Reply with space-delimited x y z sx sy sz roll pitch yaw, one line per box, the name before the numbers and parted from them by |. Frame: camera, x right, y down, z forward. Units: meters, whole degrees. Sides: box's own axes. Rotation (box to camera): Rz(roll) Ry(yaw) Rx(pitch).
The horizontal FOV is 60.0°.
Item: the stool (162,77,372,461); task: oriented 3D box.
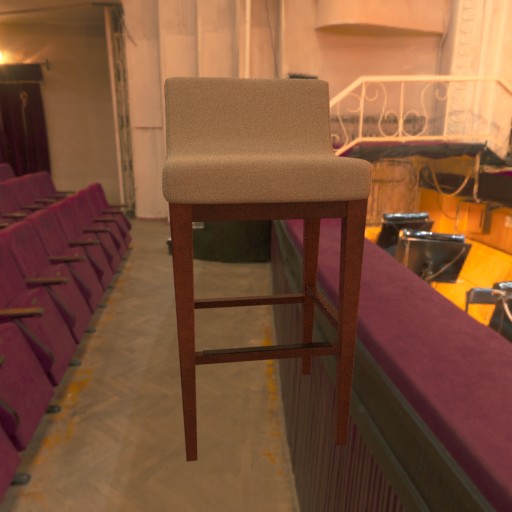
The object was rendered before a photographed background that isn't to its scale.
stool | 0.000 0.000 1.326 0.511 1.037 0.500 -2 15 -8
